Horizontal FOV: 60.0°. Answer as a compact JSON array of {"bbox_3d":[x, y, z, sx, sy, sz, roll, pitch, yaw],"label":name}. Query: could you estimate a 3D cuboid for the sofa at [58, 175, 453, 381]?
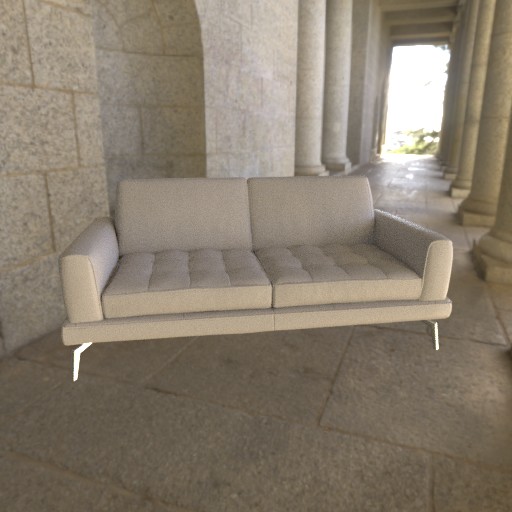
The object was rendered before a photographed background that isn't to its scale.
[{"bbox_3d":[0.000,0.000,2.832,2.177,0.930,1.121,-2,16,-9],"label":"sofa"}]
